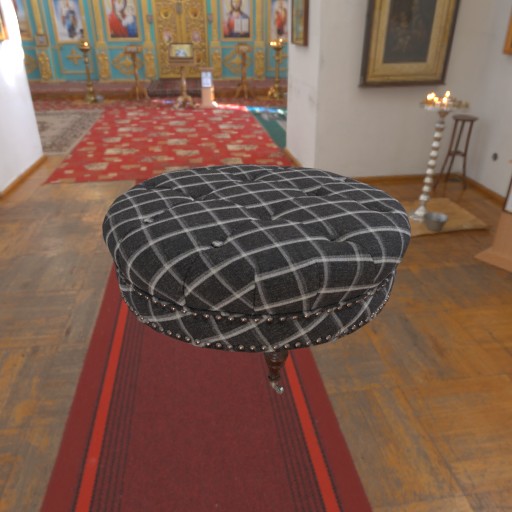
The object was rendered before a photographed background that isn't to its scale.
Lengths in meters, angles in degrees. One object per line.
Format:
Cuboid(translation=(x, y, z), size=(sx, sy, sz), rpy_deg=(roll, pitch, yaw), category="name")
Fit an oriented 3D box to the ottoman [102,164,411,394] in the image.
Cuboid(translation=(0.000, 0.000, 1.410), size=(0.901, 0.439, 0.901), rpy_deg=(0, 26, 0), category="ottoman")
